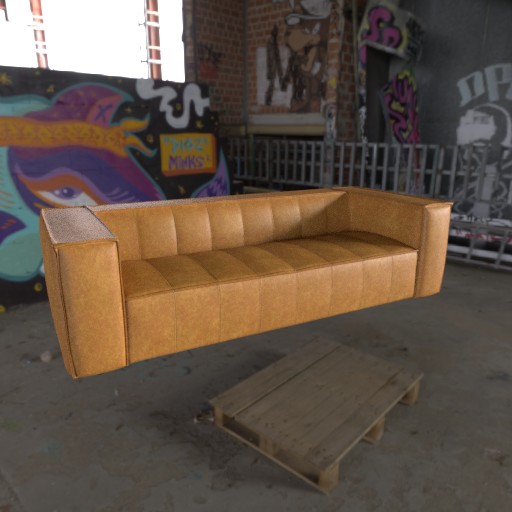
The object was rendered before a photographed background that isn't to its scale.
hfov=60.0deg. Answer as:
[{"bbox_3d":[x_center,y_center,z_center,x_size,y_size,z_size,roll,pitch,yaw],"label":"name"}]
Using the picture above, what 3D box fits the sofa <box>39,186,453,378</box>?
[{"bbox_3d":[0.000,0.000,2.999,2.581,0.701,1.102,-8,18,-27],"label":"sofa"}]
